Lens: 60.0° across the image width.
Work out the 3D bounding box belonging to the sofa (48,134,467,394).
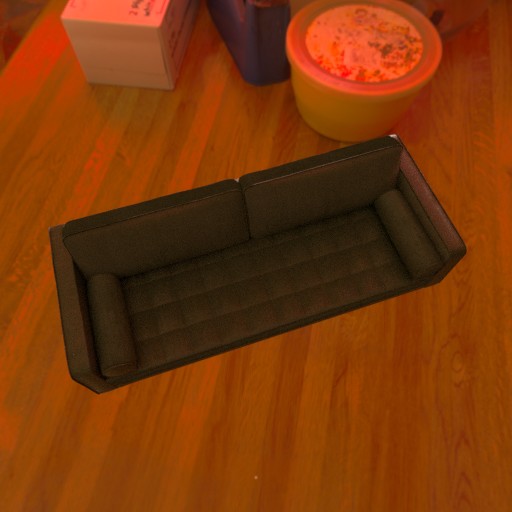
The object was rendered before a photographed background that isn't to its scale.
[{"bbox_3d":[0.000,0.000,2.634,2.199,0.769,0.918,-17,65,-8],"label":"sofa"}]
